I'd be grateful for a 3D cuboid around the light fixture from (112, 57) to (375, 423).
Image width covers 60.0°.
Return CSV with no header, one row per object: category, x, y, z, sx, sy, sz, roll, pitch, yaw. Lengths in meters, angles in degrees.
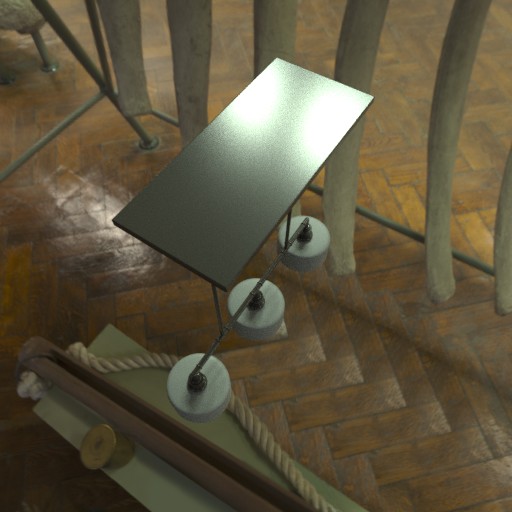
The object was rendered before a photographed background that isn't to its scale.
light fixture,0.000,0.000,0.854,0.177,0.557,0.582,29,63,17
